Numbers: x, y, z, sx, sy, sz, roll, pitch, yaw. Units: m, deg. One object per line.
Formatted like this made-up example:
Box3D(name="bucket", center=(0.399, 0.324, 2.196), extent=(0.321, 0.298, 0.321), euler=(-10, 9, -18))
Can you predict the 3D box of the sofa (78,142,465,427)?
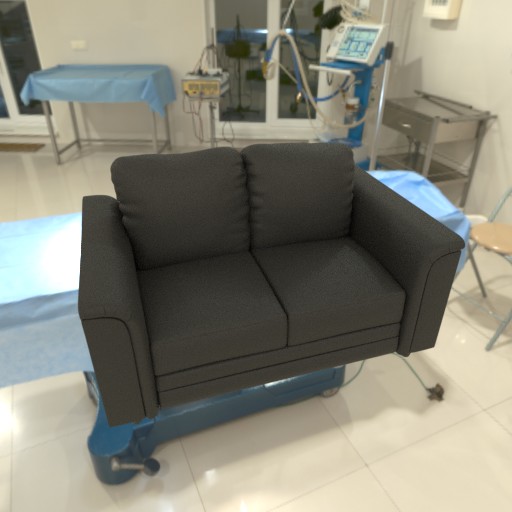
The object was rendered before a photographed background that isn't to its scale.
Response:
Box3D(name="sofa", center=(0.000, 0.000, 1.941), extent=(1.386, 0.845, 0.887), euler=(-9, 33, -15))
